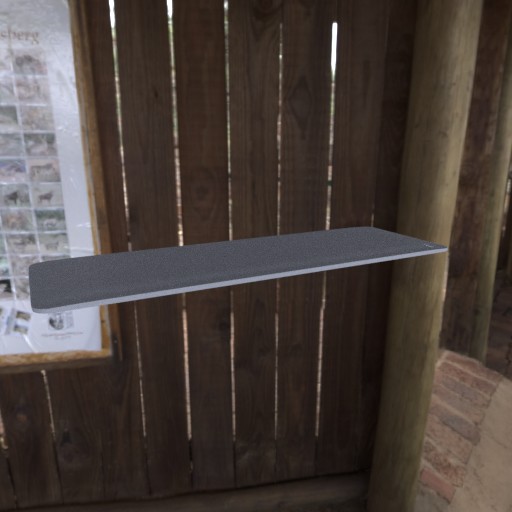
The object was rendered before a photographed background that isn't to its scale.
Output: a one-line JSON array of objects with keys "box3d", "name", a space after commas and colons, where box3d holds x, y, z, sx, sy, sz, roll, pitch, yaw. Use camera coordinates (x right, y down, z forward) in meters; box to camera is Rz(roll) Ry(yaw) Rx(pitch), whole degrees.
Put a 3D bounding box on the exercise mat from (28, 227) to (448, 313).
[{"box3d": [0.000, 0.000, 2.051, 1.884, 0.021, 0.616, -7, 17, -26], "name": "exercise mat"}]
